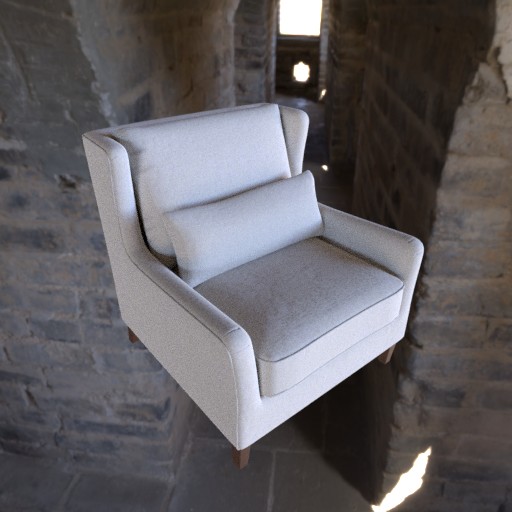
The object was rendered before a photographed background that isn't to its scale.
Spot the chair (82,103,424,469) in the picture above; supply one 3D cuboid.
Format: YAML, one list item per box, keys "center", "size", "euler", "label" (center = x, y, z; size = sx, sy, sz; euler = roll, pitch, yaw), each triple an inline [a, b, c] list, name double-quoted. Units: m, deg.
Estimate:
- center: [0.000, 0.000, 1.872]
  size: [0.982, 1.056, 1.040]
  euler: [-22, 37, -33]
  label: "chair"
